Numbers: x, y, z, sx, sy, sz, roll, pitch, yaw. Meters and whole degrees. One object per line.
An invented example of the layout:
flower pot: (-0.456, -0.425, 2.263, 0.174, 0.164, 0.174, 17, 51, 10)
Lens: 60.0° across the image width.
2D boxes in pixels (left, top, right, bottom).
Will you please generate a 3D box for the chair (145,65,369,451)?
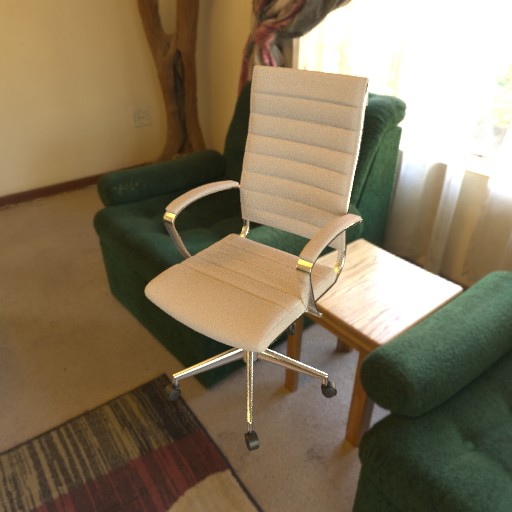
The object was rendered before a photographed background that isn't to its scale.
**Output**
chair: (0.000, 0.000, 1.571, 0.679, 1.149, 0.667, 20, 37, 29)
